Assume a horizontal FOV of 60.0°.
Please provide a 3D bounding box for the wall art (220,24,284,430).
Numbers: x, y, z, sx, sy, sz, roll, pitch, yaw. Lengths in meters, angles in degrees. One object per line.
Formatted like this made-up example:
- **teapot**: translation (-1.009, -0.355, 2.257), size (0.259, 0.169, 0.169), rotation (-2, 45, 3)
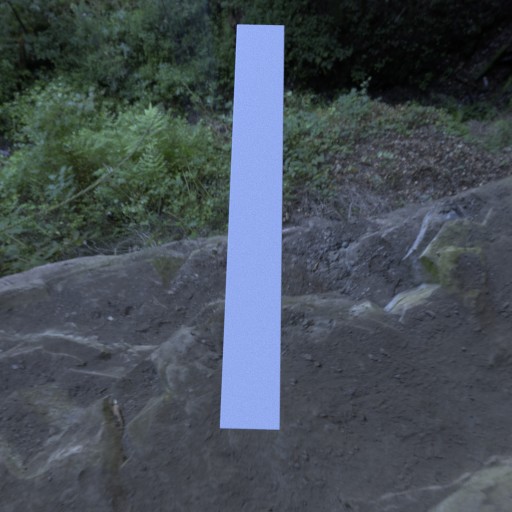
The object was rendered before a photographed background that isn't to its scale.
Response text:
- **wall art**: translation (0.000, 0.000, 0.465), size (0.038, 0.305, 0.305), rotation (1, 76, 0)
